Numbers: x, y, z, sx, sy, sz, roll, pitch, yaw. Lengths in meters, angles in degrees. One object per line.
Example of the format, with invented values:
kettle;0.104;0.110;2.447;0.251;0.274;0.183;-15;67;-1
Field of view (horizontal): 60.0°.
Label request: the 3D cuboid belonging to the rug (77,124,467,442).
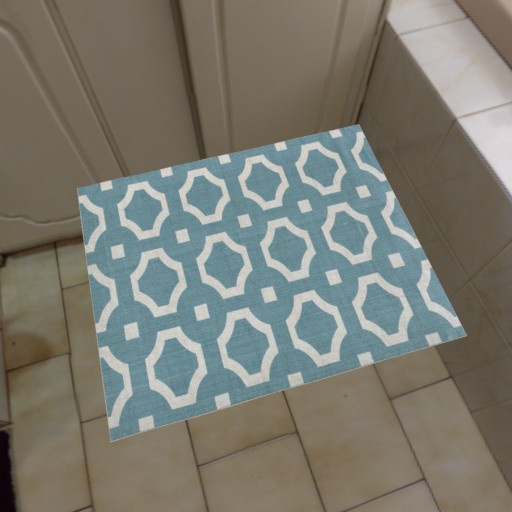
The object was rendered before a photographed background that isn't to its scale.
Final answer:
rug;0.000;0.000;4.130;3.049;0.021;2.466;-14;65;-7
